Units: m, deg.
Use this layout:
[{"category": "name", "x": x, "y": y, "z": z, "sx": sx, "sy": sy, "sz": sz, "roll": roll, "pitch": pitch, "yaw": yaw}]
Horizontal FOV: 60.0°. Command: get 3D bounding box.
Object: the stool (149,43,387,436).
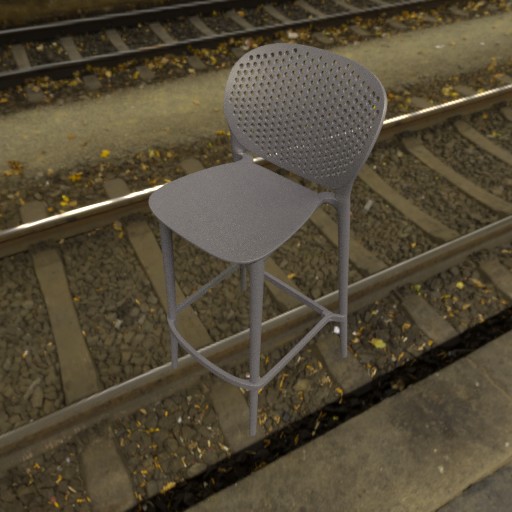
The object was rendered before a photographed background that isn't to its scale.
[{"category": "stool", "x": 0.000, "y": 0.000, "z": 1.325, "sx": 0.536, "sy": 1.045, "sz": 0.535, "roll": 31, "pitch": 52, "yaw": 28}]
